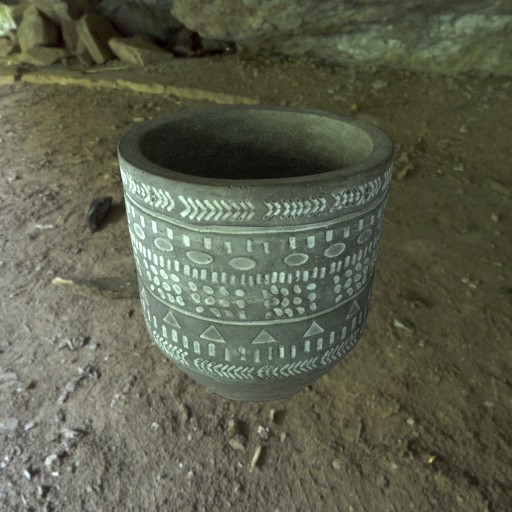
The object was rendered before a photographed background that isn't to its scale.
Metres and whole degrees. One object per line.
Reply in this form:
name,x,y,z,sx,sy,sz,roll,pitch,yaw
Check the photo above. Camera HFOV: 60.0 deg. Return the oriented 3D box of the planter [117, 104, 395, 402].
planter,0.000,0.000,0.271,0.142,0.149,0.142,0,31,0
